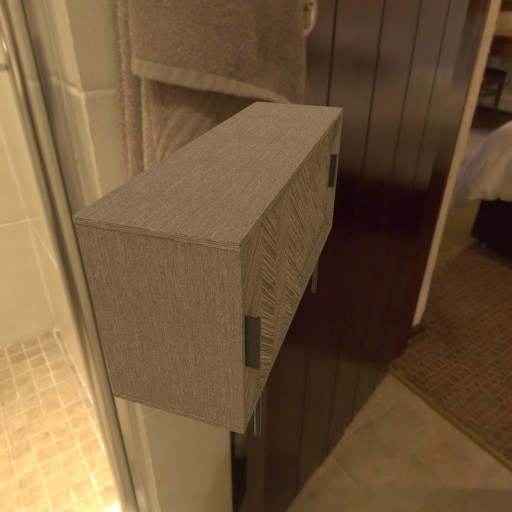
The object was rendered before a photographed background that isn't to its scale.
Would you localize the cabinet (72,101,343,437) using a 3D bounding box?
[{"bbox_3d":[0.000,0.000,1.552,0.405,0.787,1.194,10,32,16],"label":"cabinet"}]
